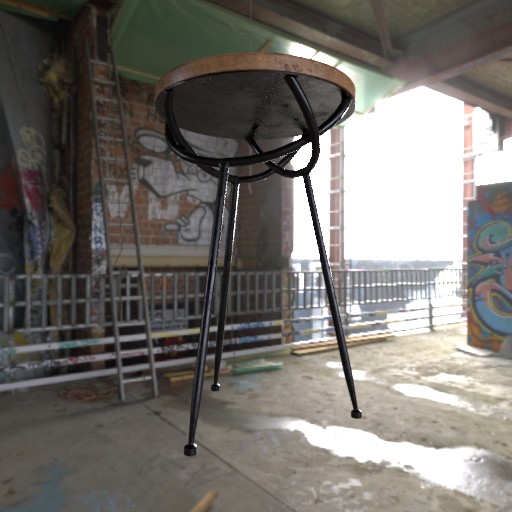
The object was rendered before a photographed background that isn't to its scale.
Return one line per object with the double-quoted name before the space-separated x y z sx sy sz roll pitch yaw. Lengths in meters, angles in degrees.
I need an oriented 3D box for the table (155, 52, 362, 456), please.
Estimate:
"table" 0.000 0.000 0.927 0.414 0.664 0.418 0 0 -16
